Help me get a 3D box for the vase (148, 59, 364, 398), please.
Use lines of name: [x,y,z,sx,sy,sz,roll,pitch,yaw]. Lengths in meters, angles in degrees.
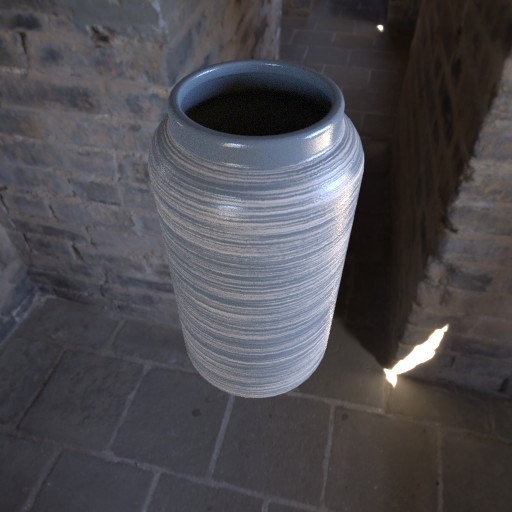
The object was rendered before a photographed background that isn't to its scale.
vase: [0.000,0.000,0.300,0.116,0.230,0.116,0,46,0]
